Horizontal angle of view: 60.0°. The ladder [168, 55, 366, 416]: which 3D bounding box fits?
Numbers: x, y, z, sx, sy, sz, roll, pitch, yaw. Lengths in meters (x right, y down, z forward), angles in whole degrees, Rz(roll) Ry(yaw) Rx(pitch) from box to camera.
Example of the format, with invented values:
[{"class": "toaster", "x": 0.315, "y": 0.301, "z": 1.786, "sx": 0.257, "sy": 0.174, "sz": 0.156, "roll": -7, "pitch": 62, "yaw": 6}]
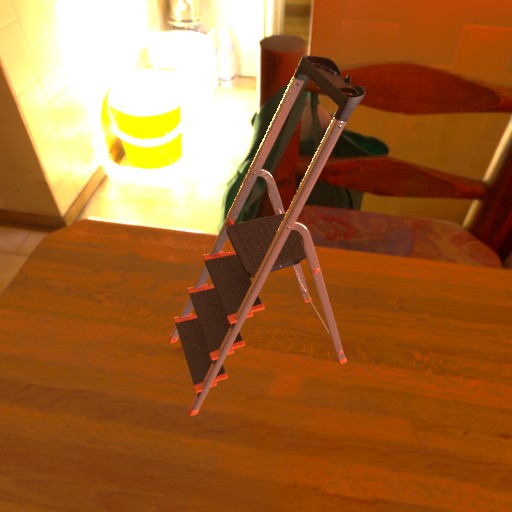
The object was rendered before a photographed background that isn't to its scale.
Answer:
[{"class": "ladder", "x": 0.000, "y": 0.000, "z": 1.811, "sx": 0.834, "sy": 1.429, "sz": 0.452, "roll": -15, "pitch": 48, "yaw": -14}]
